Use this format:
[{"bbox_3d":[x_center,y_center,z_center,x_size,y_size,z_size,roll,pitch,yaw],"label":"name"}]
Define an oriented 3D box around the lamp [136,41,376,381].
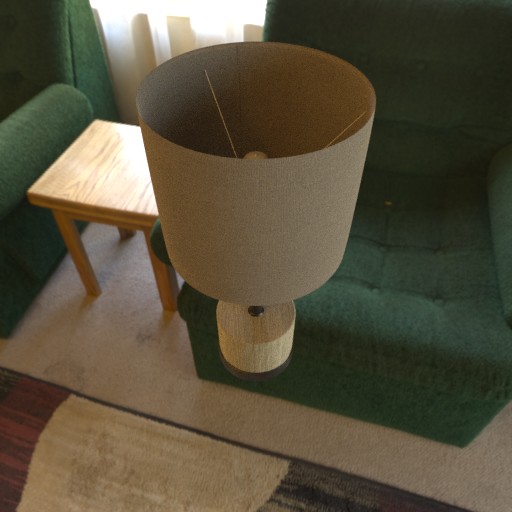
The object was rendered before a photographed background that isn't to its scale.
[{"bbox_3d":[0.000,0.000,0.597,0.229,0.470,0.229,-1,47,-1],"label":"lamp"}]
